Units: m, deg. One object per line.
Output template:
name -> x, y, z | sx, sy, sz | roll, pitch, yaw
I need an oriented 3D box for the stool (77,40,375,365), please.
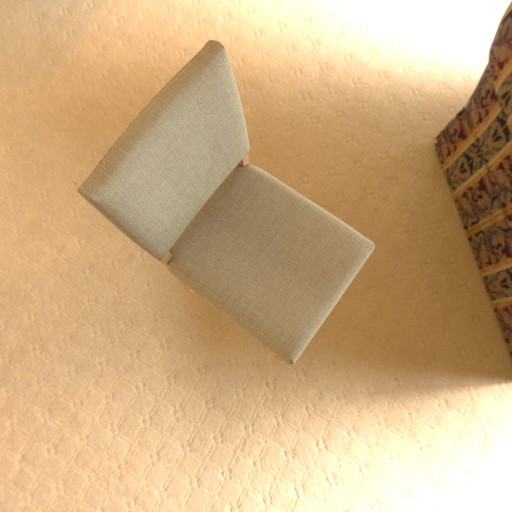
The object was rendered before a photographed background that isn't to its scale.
stool -> 0.000, 0.000, 1.447 | 0.585, 1.203, 0.445 | 36, 79, 8
